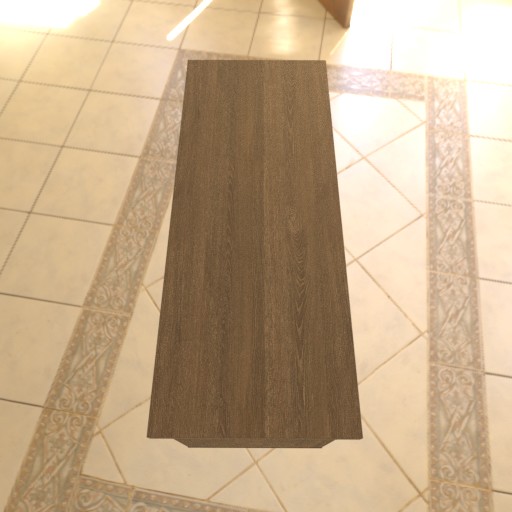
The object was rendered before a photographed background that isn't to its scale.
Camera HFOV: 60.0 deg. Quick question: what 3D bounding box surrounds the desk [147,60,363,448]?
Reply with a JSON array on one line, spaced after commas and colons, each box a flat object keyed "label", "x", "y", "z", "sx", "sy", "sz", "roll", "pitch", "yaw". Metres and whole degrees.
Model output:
[{"label": "desk", "x": 0.000, "y": 0.000, "z": 1.914, "sx": 0.600, "sy": 0.760, "sz": 1.524, "roll": 0, "pitch": 63, "yaw": 0}]
